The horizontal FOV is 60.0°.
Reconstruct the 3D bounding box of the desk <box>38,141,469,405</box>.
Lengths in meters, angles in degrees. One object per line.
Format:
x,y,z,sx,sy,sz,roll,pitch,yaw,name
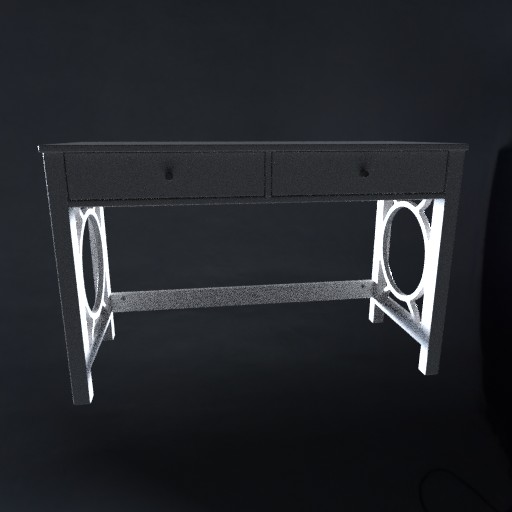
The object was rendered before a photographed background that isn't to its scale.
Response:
0.000,0.000,1.540,1.191,0.762,0.504,-2,15,-8,desk
